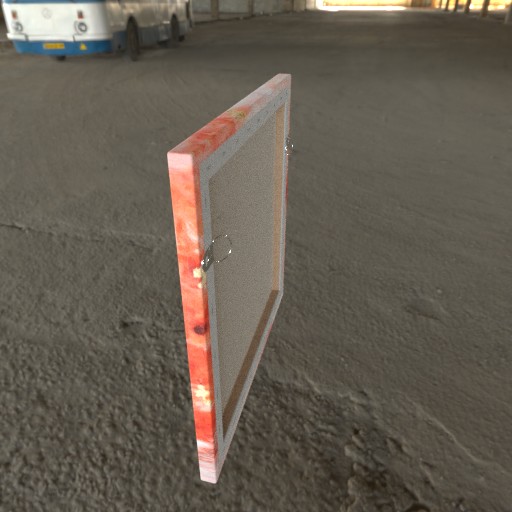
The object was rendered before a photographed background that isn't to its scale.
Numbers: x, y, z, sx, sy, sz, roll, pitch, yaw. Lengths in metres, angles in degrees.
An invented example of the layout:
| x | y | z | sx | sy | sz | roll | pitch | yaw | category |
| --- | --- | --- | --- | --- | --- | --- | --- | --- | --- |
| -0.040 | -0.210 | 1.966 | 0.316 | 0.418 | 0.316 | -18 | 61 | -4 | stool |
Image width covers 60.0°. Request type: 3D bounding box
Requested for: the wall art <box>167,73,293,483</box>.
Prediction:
| x | y | z | sx | sy | sz | roll | pitch | yaw | category |
| --- | --- | --- | --- | --- | --- | --- | --- | --- | --- |
| 0.000 | 0.000 | 1.104 | 0.064 | 0.746 | 0.747 | 7 | 31 | 12 | wall art |
